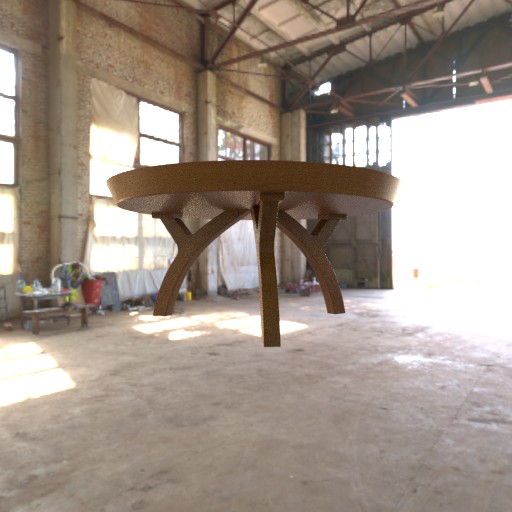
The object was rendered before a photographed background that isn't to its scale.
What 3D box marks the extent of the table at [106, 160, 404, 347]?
[{"bbox_3d":[0.000,0.000,1.580,1.016,0.470,1.016,0,0,0],"label":"table"}]
